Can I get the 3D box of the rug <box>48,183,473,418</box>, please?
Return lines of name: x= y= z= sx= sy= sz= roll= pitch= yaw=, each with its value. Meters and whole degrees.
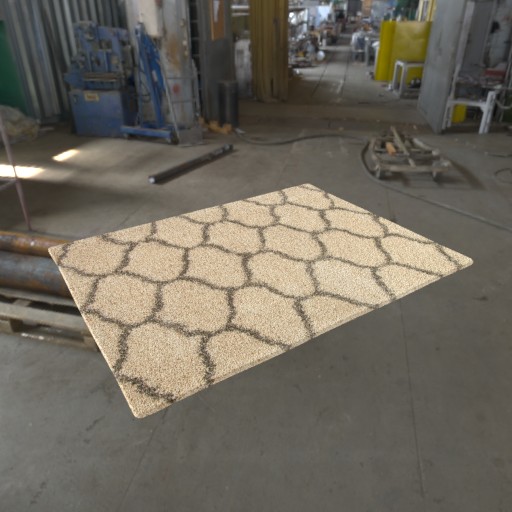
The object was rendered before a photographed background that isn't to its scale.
rug: x=0.000 y=0.000 z=2.071 sx=1.600 sy=0.025 sz=1.200 roll=-18 pitch=34 yaw=-29
